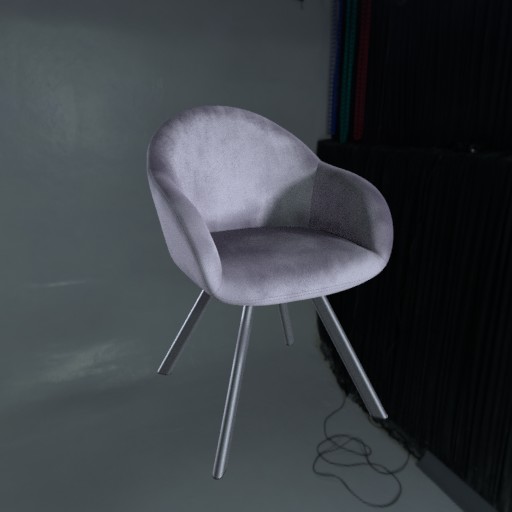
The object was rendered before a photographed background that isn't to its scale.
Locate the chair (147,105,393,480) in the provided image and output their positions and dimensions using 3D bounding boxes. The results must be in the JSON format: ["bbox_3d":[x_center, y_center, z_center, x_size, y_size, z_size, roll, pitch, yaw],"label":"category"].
[{"bbox_3d":[0.000,0.000,1.204,0.550,0.795,0.590,-8,18,-25],"label":"chair"}]
